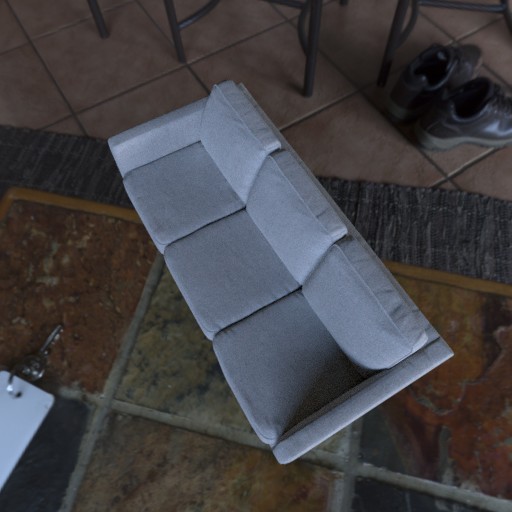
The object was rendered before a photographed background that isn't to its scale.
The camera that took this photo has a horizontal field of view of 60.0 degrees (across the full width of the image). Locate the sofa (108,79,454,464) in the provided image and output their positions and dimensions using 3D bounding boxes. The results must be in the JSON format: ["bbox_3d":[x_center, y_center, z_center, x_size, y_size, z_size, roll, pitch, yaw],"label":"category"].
[{"bbox_3d":[0.000,0.000,2.509,0.944,0.918,1.983,-28,67,-13],"label":"sofa"}]
